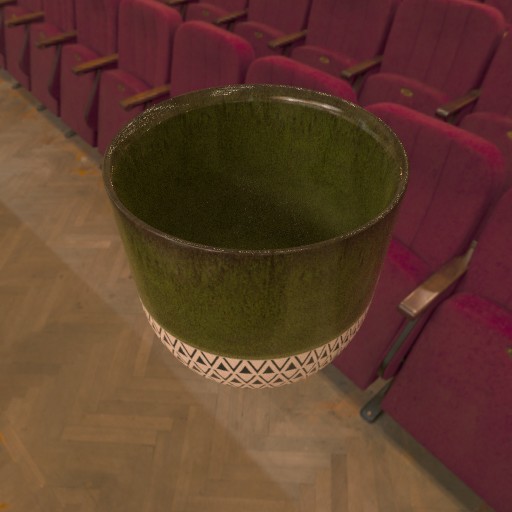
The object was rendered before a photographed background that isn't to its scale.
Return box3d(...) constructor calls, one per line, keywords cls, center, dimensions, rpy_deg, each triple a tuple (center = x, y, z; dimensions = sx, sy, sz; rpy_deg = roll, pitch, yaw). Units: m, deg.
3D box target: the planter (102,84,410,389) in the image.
box3d(cls="planter", center=(0.000, 0.000, 0.487), dimensions=(0.266, 0.270, 0.266), rpy_deg=(0, 45, 0))
